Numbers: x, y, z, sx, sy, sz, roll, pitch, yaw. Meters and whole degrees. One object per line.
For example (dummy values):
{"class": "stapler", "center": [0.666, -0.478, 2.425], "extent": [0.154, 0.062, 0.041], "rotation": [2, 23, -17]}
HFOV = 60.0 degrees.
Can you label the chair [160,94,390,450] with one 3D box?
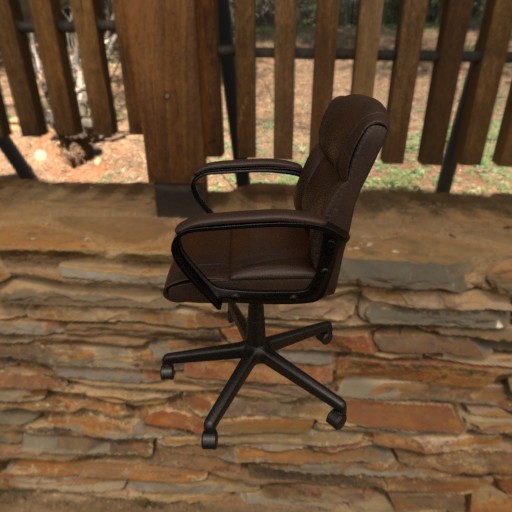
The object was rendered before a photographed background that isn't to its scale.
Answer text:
{"class": "chair", "center": [0.000, 0.000, 1.479], "extent": [0.717, 1.004, 0.739], "rotation": [-1, 27, -1]}
